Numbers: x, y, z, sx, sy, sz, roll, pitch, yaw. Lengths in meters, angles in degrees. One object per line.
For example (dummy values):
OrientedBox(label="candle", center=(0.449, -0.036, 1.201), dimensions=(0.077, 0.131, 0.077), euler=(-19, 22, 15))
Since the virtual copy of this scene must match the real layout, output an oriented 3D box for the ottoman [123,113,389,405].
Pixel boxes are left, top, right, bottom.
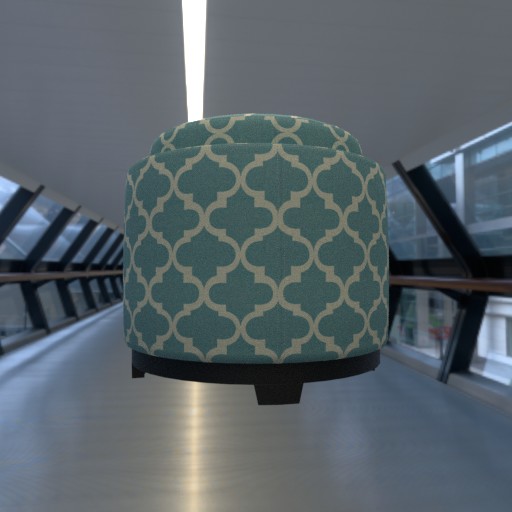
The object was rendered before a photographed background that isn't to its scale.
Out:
OrientedBox(label="ottoman", center=(0.000, 0.000, 0.836), dimensions=(0.480, 0.429, 0.480), euler=(0, -3, 0))
